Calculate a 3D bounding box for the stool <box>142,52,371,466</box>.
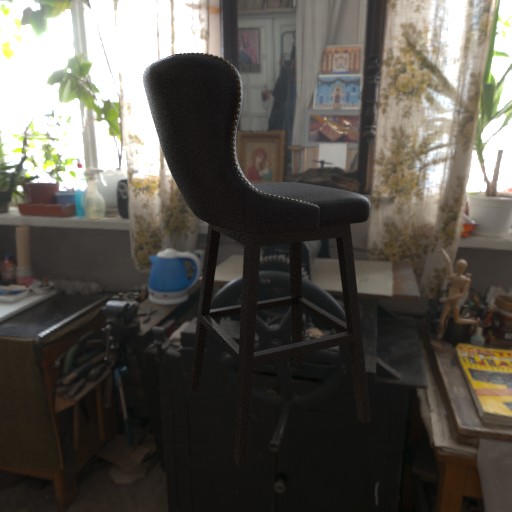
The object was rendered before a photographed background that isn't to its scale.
[{"bbox_3d":[0.000,0.000,1.341,0.601,1.050,0.528,-7,16,-25],"label":"stool"}]
